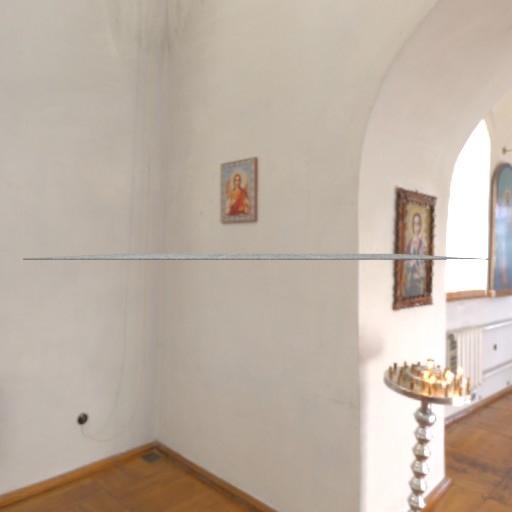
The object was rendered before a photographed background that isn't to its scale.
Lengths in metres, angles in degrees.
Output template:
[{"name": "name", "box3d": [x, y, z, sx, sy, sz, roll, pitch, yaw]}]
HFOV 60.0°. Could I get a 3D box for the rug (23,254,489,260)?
[{"name": "rug", "box3d": [0.000, 0.000, 2.930, 2.283, 0.006, 1.521, 0, 1, 0]}]
